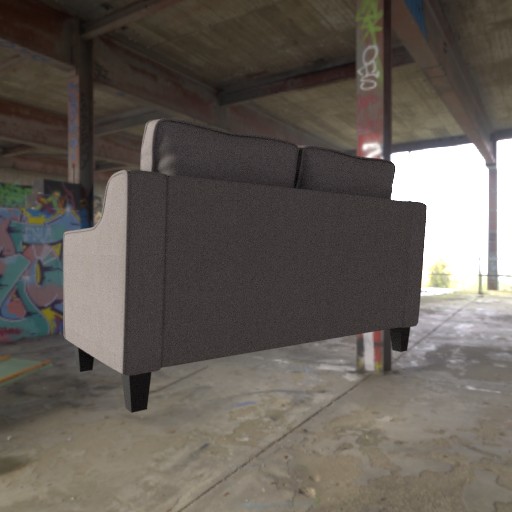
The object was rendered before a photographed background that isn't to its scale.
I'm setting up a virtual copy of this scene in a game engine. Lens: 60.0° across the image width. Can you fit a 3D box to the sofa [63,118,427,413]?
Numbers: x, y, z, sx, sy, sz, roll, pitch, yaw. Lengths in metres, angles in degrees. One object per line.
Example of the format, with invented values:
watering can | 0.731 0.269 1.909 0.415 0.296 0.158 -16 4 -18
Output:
sofa | 0.000 0.000 2.028 1.500 0.948 0.791 -1 1 -37
